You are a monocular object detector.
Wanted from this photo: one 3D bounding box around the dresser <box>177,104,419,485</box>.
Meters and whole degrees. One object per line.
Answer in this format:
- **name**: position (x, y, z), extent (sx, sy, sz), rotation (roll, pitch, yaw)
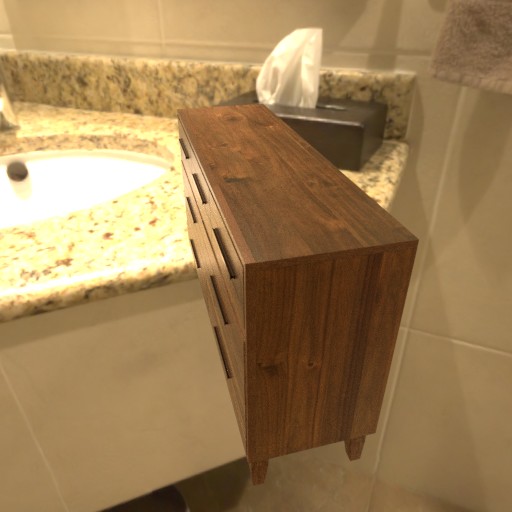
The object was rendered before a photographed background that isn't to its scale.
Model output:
- **dresser**: position (0.000, 0.000, 1.820), extent (0.446, 0.873, 1.400), rotation (-8, 33, -12)
